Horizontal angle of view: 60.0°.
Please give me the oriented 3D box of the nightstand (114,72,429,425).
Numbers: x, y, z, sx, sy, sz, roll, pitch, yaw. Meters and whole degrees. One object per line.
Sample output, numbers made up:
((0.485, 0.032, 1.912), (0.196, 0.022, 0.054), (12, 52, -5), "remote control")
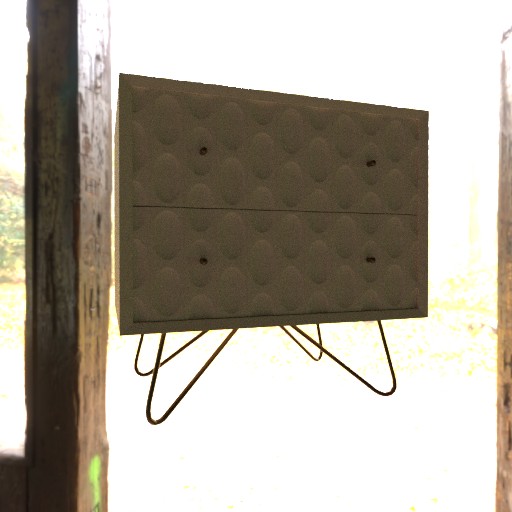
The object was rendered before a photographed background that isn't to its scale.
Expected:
((0.000, 0.000, 1.021), (0.614, 0.604, 0.447), (0, 1, -19), "nightstand")
